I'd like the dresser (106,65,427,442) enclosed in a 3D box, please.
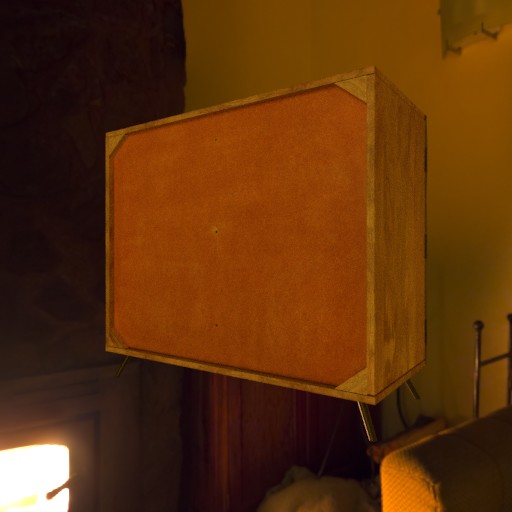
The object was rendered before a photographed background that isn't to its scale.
[{"bbox_3d":[0.000,0.000,1.439,0.967,0.847,0.446,0,0,35],"label":"dresser"}]
